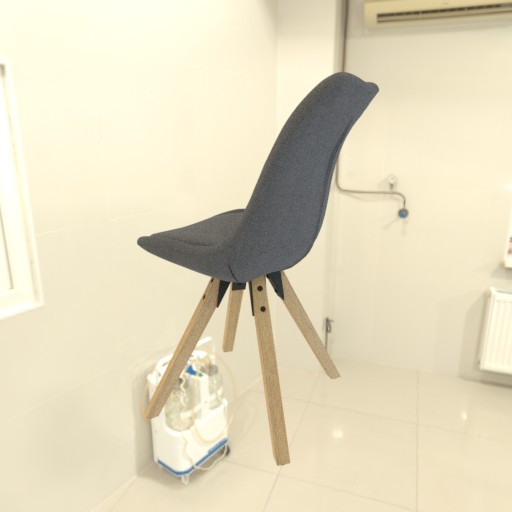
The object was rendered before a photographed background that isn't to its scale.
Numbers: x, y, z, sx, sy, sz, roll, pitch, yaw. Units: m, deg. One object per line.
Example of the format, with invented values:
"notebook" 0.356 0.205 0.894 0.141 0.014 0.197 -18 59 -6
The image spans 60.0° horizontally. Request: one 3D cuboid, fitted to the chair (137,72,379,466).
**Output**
"chair" 0.000 0.000 1.166 0.550 0.850 0.485 8 18 25
